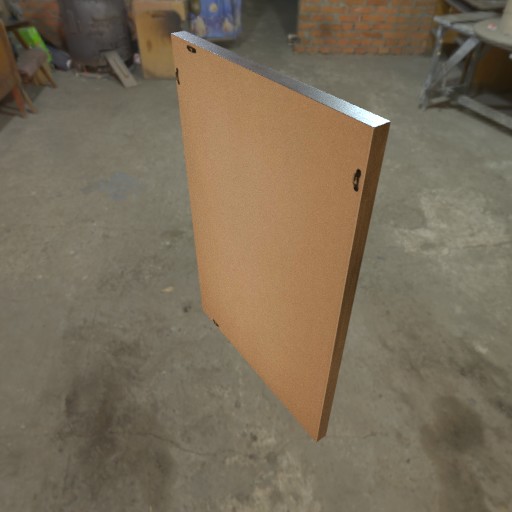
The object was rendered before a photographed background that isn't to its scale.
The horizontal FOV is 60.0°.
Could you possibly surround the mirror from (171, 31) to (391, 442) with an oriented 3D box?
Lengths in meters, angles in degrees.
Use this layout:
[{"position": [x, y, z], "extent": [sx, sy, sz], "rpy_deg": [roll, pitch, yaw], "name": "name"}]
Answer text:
[{"position": [0.000, 0.000, 1.116], "extent": [0.041, 0.915, 0.609], "rpy_deg": [-25, 47, -26], "name": "mirror"}]
